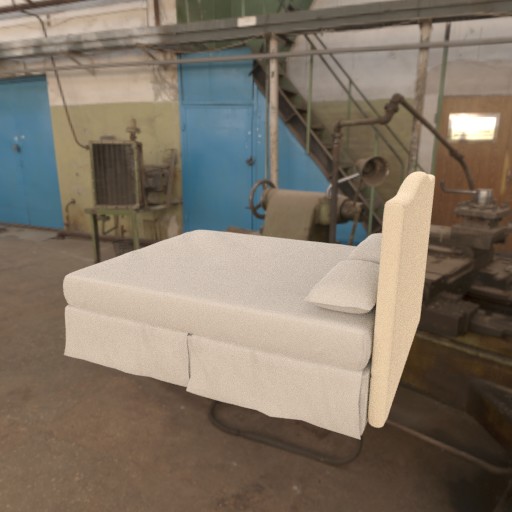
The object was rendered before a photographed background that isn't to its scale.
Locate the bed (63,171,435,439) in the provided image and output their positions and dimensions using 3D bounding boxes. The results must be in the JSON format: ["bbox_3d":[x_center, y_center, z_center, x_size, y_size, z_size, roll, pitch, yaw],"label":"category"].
[{"bbox_3d":[0.000,0.000,3.623,2.477,1.437,1.977,7,17,25],"label":"bed"}]
